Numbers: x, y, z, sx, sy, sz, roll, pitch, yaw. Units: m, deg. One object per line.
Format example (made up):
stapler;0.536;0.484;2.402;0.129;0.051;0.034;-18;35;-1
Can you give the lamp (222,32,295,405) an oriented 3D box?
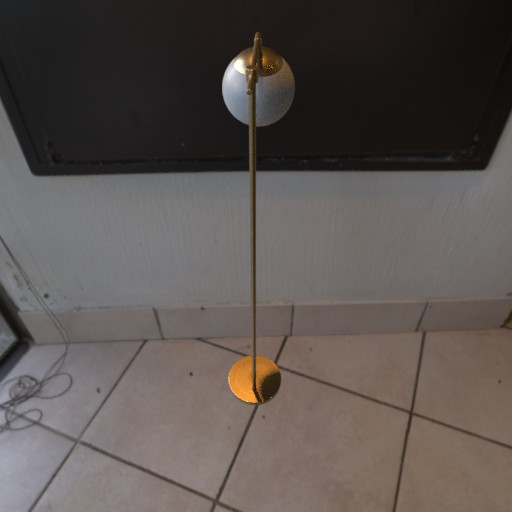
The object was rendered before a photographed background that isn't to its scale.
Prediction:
lamp;0.000;0.000;1.639;0.249;1.505;0.476;2;45;2
